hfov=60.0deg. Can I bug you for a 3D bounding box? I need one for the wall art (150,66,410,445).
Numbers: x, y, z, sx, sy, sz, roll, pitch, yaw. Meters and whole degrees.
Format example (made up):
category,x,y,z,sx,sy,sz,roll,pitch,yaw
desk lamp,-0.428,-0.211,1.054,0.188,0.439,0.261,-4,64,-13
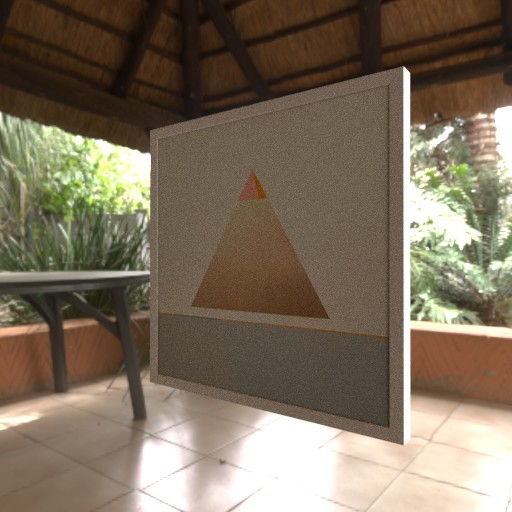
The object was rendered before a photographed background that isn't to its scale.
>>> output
category,x,y,z,sx,sy,sz,roll,pitch,yaw
wall art,0.000,0.000,1.136,0.768,0.765,0.041,0,0,36
